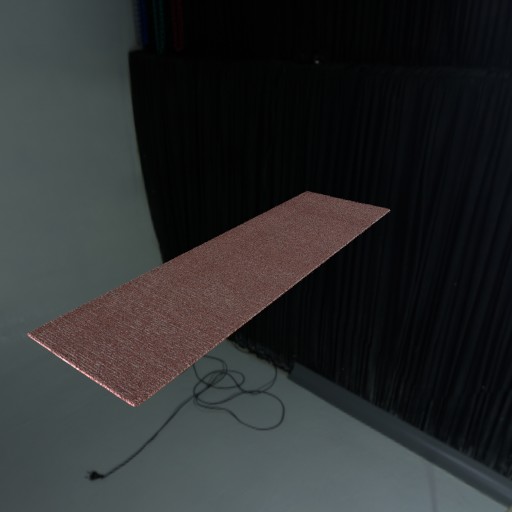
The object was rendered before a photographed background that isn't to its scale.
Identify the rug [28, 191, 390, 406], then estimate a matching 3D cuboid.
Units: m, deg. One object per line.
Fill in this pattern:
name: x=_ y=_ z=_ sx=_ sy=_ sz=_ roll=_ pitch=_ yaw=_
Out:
rug: x=0.000 y=0.000 z=2.498 sx=0.687 sy=0.012 sz=2.307 roll=18 pitch=32 yaw=32
